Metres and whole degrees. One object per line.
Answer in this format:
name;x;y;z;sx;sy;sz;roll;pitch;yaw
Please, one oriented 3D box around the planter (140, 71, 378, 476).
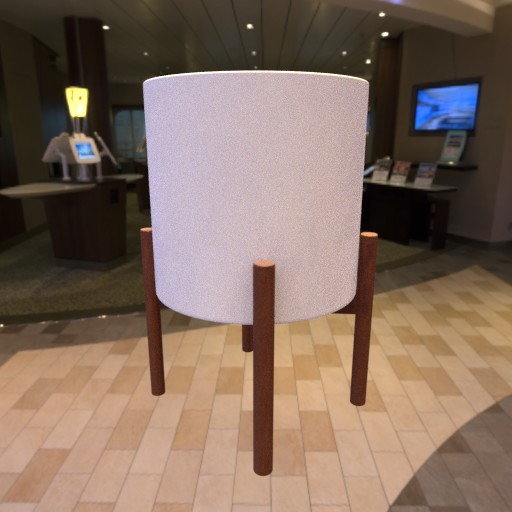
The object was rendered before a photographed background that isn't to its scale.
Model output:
planter;0.000;0.000;0.930;0.417;0.670;0.417;-15;21;-43
